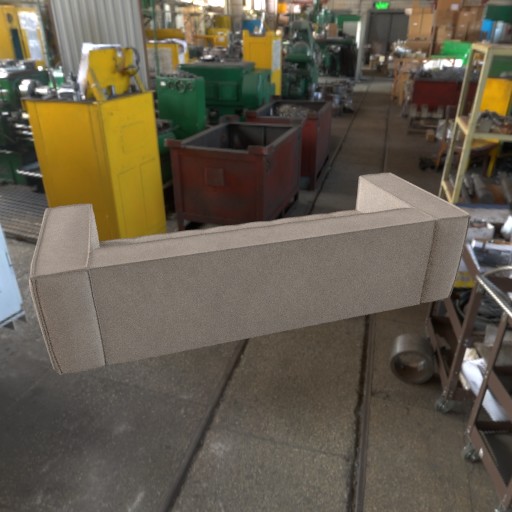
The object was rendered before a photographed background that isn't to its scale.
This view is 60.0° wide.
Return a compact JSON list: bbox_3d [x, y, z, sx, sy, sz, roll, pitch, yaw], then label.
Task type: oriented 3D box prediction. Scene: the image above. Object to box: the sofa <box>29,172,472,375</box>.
[{"bbox_3d":[0.000,0.000,3.074,2.697,0.680,1.038,-8,29,-16],"label":"sofa"}]
